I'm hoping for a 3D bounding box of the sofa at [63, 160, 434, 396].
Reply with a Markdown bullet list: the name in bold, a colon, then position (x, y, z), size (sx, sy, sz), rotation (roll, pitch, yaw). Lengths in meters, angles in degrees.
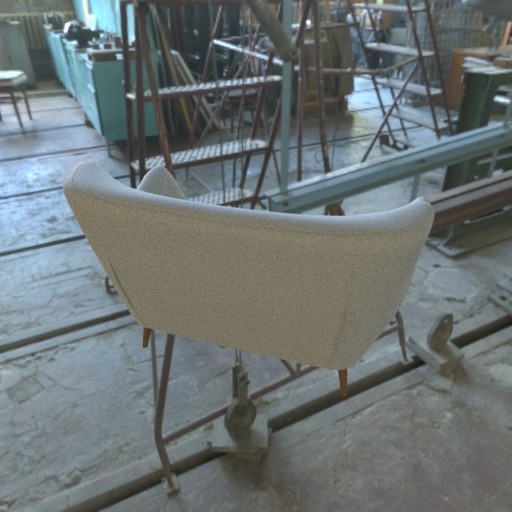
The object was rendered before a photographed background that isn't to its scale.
- **sofa**: position (0.000, 0.000, 1.962), size (1.424, 0.878, 0.921), rotation (10, 33, 15)
